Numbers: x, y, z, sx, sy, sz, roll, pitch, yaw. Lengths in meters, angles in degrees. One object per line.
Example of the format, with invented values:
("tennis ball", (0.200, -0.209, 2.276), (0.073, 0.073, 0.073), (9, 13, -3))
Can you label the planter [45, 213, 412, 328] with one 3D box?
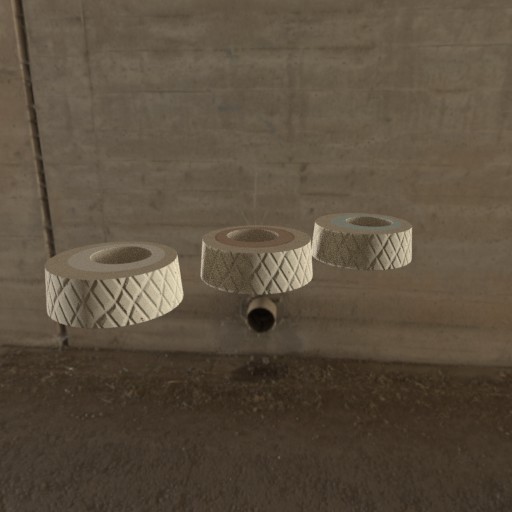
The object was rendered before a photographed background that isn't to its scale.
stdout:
("planter", (0.000, 0.000, 0.446), (0.390, 0.038, 0.114), (-9, 20, -27))
